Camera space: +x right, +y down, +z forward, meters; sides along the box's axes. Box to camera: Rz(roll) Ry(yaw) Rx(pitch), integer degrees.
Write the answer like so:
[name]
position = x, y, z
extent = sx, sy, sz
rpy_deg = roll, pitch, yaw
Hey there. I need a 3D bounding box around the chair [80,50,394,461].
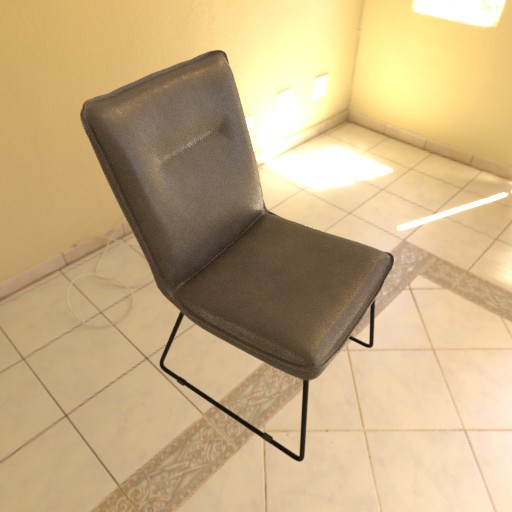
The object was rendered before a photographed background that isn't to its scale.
[chair]
position = 0.000, 0.000, 1.297
extent = 0.688, 0.932, 0.515
rpy_deg = 25, 47, 25
